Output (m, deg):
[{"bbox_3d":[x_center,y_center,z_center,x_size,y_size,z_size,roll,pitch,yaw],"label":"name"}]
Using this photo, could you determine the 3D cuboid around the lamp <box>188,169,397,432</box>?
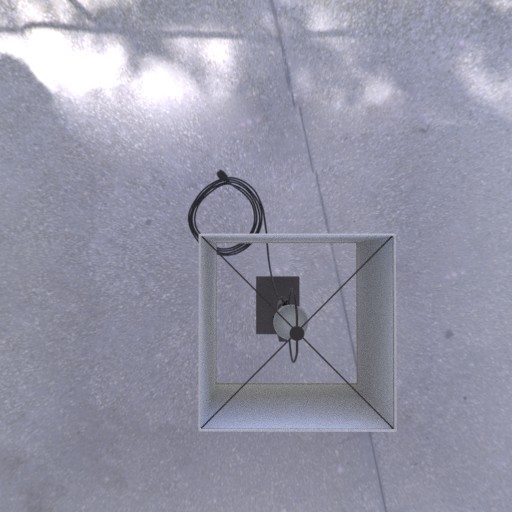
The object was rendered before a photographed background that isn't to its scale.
[{"bbox_3d":[0.000,0.000,0.957,0.399,0.660,0.504,0,89,0],"label":"lamp"}]
